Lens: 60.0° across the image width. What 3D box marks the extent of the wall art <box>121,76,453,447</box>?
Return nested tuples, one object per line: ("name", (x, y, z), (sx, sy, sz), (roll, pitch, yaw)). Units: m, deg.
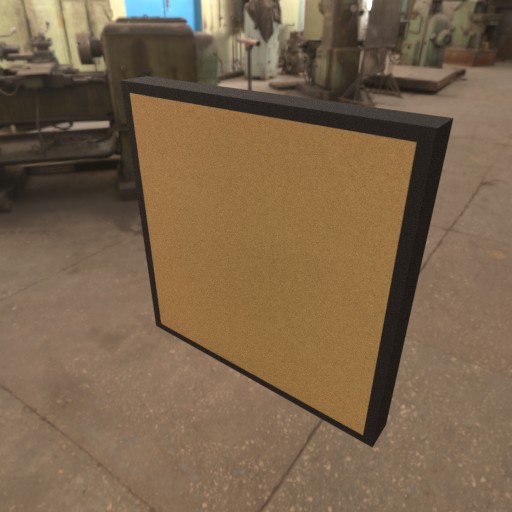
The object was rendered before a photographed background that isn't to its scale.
("wall art", (0.000, 0.000, 0.440), (0.305, 0.304, 0.033), (21, 36, 31))
